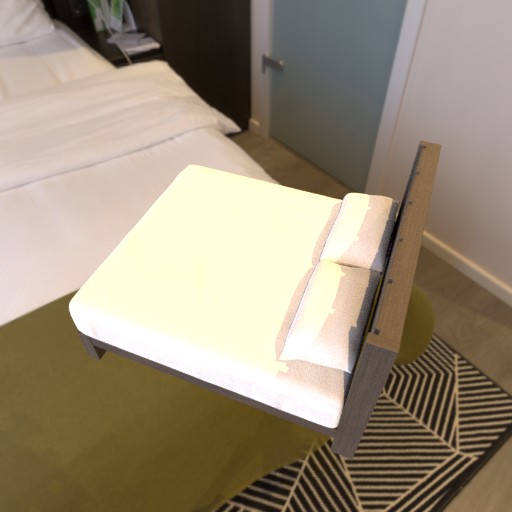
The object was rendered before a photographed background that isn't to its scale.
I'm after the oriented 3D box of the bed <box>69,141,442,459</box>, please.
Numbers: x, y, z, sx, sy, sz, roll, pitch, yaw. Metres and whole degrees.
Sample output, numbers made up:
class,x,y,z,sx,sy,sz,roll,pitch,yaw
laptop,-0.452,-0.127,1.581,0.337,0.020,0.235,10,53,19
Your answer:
class,x,y,z,sx,sy,sz,roll,pitch,yaw
bed,0.000,0.000,3.136,1.992,1.261,1.735,16,48,15
